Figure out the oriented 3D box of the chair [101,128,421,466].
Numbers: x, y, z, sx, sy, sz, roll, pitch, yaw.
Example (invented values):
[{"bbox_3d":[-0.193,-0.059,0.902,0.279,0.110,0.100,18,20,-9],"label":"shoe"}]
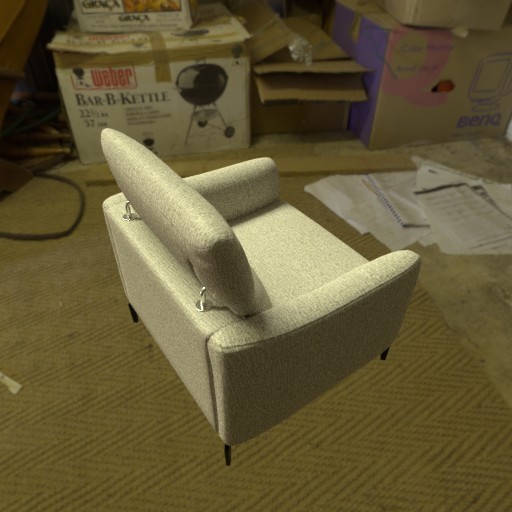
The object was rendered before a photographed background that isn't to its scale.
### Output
[{"bbox_3d":[0.000,0.000,1.686,0.835,0.967,0.972,-24,46,-26],"label":"chair"}]
